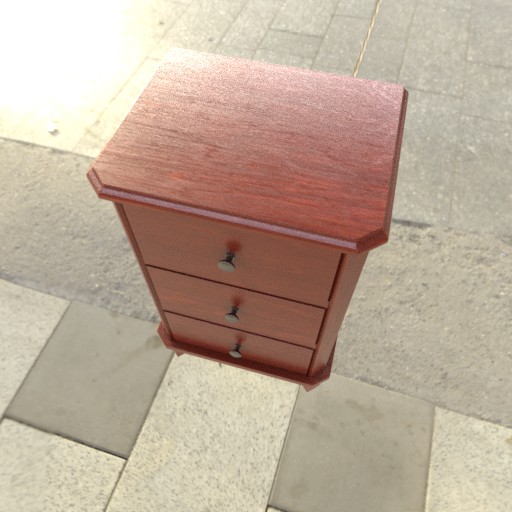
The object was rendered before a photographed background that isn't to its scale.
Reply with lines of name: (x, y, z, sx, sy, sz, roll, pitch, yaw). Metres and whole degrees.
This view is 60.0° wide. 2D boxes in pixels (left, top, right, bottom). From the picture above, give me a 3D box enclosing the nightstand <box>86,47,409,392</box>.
nightstand: (0.000, 0.000, 0.954, 0.435, 0.681, 0.351, 13, 58, 8)
